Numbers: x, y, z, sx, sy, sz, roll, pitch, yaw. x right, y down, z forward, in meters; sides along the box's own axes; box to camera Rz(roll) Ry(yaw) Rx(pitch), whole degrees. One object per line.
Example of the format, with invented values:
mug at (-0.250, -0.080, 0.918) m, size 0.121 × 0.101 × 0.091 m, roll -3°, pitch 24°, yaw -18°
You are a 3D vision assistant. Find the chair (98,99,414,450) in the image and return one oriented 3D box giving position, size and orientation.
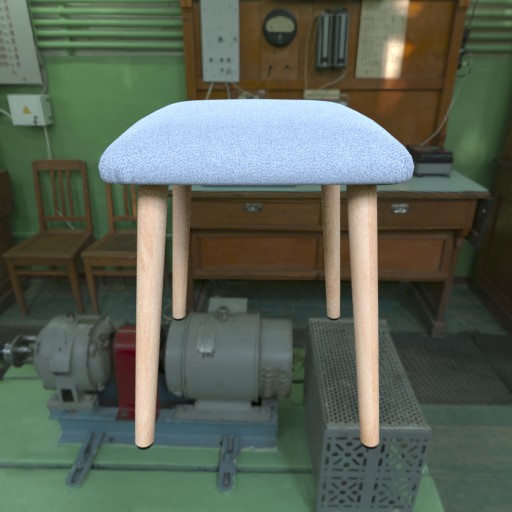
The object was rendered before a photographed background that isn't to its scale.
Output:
chair at (0.000, 0.000, 0.679) m, size 0.350 × 0.440 × 0.350 m, roll 0°, pitch 26°, yaw 0°
